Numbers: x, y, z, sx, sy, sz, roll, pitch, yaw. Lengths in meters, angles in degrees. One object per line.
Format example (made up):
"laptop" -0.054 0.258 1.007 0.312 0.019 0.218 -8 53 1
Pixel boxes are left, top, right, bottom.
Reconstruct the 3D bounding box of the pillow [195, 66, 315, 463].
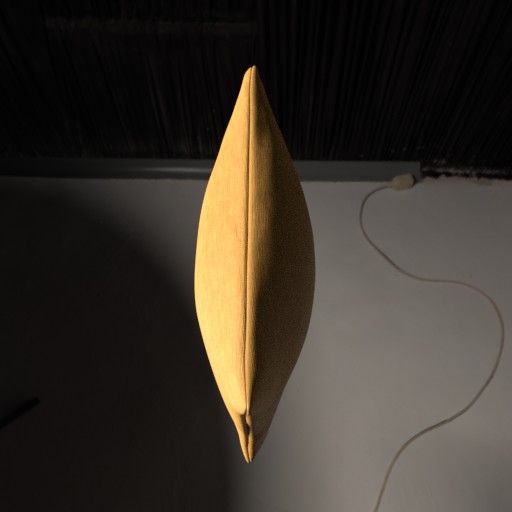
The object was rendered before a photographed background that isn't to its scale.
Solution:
"pillow" 0.000 0.000 0.798 0.210 0.354 0.634 0 57 0
